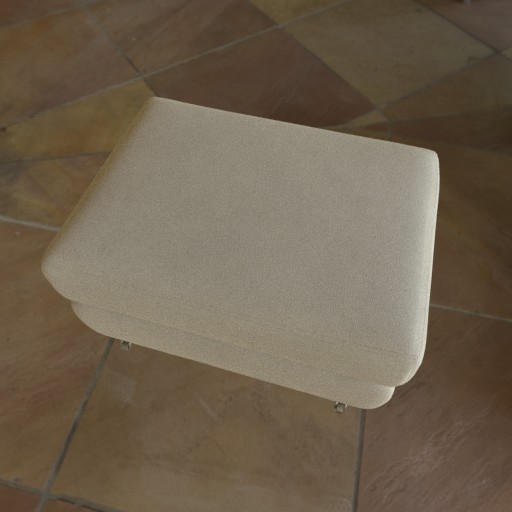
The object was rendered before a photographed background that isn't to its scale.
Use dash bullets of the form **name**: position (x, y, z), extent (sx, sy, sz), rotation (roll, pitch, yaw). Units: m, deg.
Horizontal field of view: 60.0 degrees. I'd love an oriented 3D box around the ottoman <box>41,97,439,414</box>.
- **ottoman**: position (0.000, 0.000, 1.128), extent (0.773, 0.504, 0.569), rotation (14, 58, 9)
